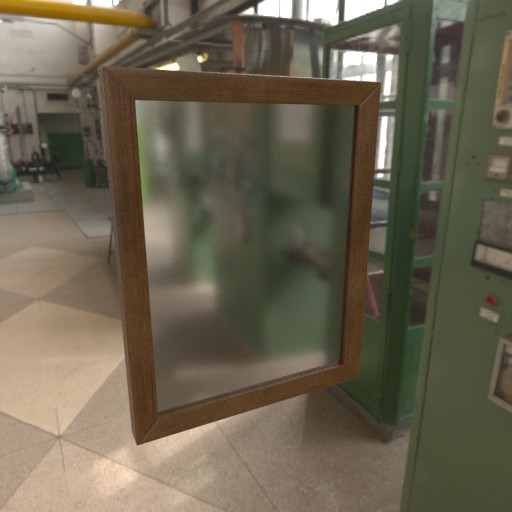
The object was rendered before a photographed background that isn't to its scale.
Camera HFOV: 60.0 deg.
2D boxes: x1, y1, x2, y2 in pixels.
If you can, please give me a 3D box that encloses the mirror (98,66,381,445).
[{"bbox_3d":[0.000,0.000,0.673,0.405,0.508,0.041,-8,18,-26],"label":"mirror"}]
